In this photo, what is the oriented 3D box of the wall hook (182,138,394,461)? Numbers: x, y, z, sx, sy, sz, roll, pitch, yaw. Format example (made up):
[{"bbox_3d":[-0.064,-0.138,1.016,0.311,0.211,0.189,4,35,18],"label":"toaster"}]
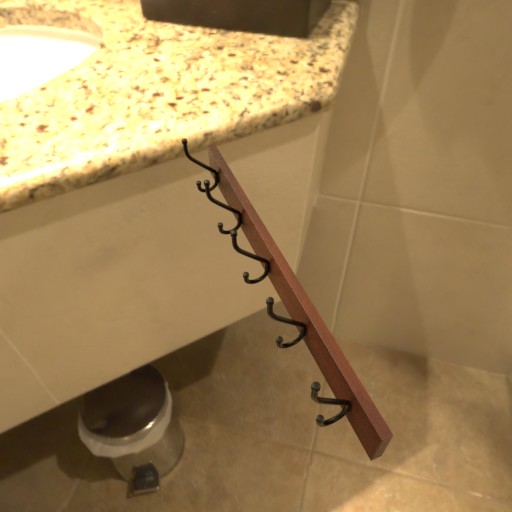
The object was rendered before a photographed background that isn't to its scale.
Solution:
[{"bbox_3d":[0.000,0.000,0.624,0.071,0.117,0.571,-17,49,-15],"label":"wall hook"}]
